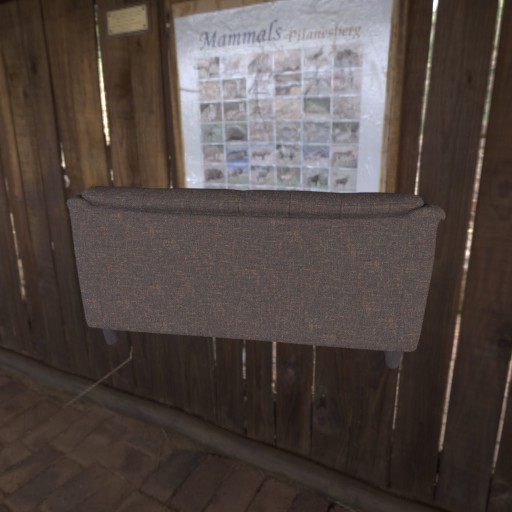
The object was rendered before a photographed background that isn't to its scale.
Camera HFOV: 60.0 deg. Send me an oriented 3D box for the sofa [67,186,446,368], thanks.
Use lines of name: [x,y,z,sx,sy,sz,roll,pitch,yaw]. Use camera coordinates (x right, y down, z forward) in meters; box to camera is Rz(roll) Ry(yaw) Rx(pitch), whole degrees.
sofa: [0.000,0.000,2.325,1.849,0.790,0.887,3,16,9]
